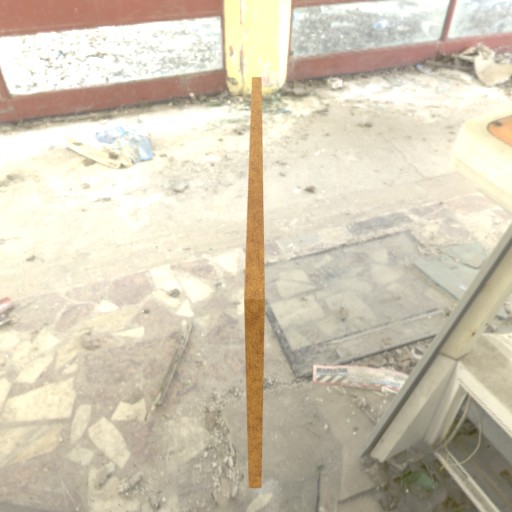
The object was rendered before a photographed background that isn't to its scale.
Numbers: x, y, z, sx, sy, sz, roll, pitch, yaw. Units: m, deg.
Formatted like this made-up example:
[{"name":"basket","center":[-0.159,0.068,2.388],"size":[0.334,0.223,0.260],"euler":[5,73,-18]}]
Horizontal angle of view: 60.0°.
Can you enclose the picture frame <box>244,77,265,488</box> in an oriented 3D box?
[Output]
[{"name":"picture frame","center":[0.000,0.000,1.172],"size":[0.029,0.621,0.922],"euler":[0,40,0]}]
